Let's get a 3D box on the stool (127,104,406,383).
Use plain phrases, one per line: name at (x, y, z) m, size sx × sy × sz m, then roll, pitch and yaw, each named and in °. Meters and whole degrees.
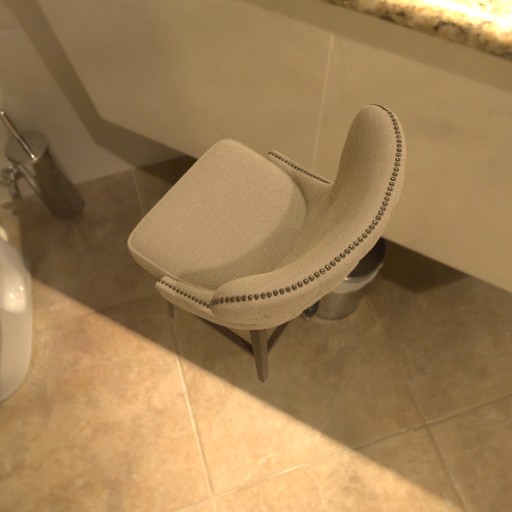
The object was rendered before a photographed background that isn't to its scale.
stool at (0.000, 0.000, 1.348) m, size 0.597 × 0.972 × 0.615 m, roll 32°, pitch 69°, yaw 15°
